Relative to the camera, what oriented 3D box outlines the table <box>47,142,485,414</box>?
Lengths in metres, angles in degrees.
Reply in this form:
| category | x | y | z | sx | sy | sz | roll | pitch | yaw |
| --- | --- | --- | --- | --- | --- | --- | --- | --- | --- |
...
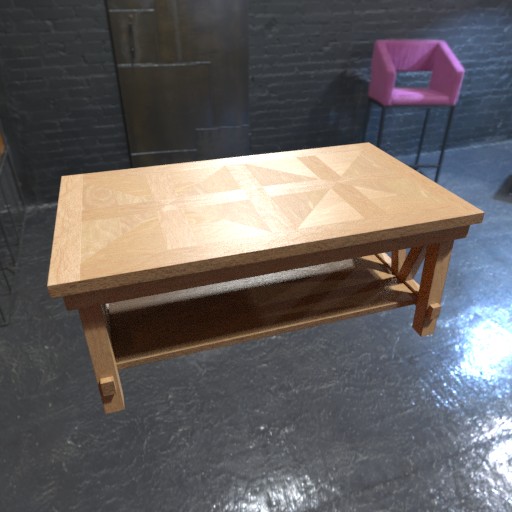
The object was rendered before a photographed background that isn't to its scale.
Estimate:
| category | x | y | z | sx | sy | sz | roll | pitch | yaw |
| --- | --- | --- | --- | --- | --- | --- | --- | --- | --- |
| table | 0.000 | 0.000 | 1.638 | 1.270 | 0.507 | 0.711 | -10 | 34 | -15 |
